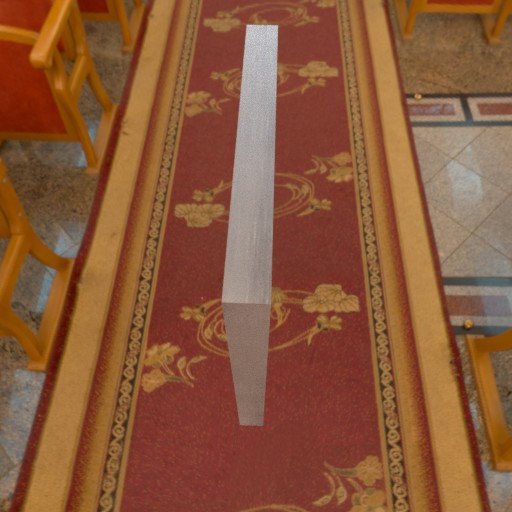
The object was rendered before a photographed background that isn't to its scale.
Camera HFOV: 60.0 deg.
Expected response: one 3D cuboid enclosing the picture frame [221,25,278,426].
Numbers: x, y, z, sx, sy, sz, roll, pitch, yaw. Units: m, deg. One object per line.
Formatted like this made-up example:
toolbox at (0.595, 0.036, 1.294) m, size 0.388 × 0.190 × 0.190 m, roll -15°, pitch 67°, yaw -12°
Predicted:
picture frame at (0.000, 0.000, 0.764) m, size 0.046 × 0.555 × 0.449 m, roll 2°, pitch 58°, yaw 1°
